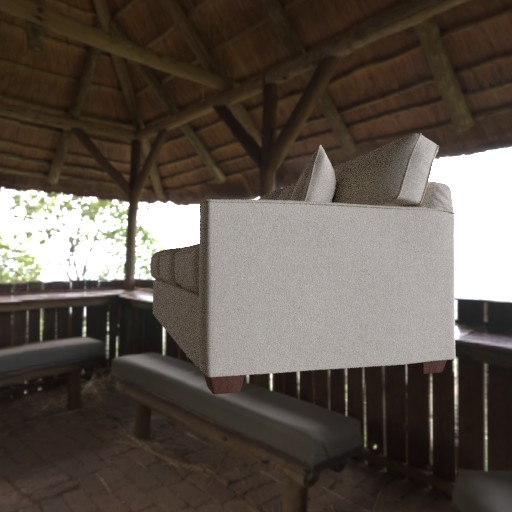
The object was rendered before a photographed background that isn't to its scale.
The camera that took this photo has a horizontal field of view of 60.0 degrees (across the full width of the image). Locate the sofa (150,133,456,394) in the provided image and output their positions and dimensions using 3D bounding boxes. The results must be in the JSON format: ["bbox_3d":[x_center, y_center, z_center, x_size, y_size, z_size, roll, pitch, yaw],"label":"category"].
[{"bbox_3d":[0.000,0.000,2.504,1.034,0.946,1.963,0,-1,-18],"label":"sofa"}]
